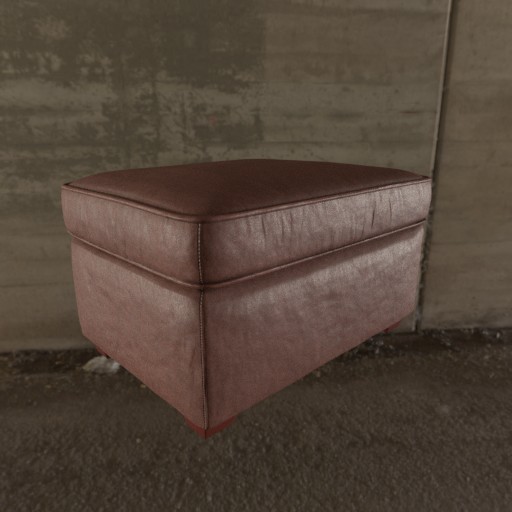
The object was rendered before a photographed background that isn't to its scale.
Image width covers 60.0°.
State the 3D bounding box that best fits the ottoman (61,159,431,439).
[{"bbox_3d":[0.000,0.000,1.087,0.749,0.449,0.548,-15,23,-41],"label":"ottoman"}]
